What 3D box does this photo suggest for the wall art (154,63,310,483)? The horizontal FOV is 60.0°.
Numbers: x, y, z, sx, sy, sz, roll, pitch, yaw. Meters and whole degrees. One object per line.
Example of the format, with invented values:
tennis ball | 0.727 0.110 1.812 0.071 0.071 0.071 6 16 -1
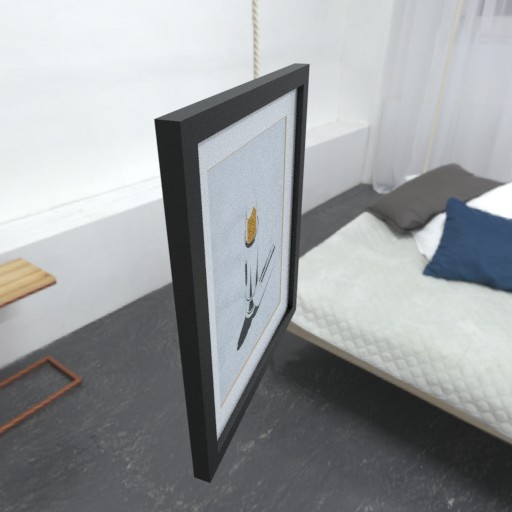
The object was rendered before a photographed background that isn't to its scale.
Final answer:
wall art | 0.000 0.000 0.518 0.019 0.381 0.330 11 31 18
